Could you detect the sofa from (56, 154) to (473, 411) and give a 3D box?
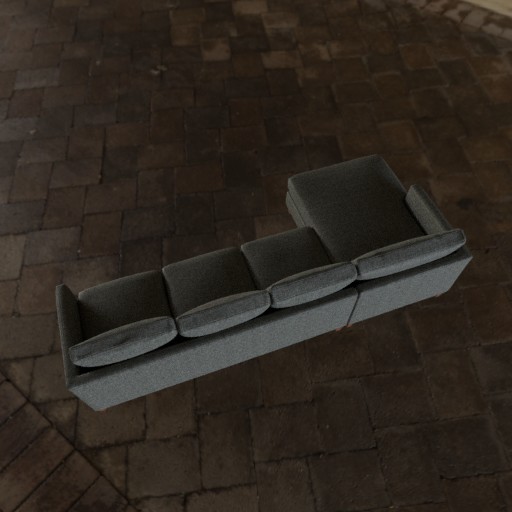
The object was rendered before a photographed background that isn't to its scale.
[{"bbox_3d":[0.000,0.000,4.140,3.485,0.960,1.635,-17,58,-11],"label":"sofa"}]
